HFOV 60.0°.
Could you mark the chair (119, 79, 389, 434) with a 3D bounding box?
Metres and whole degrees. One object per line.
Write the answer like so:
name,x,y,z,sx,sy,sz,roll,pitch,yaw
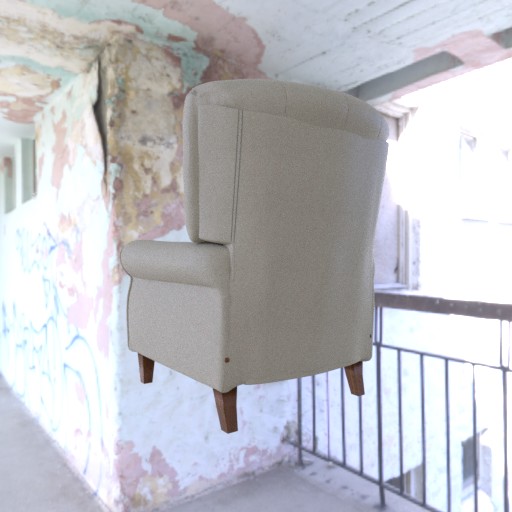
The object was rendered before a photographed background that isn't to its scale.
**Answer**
chair,0.000,0.000,1.889,0.943,1.158,1.059,0,0,-36
